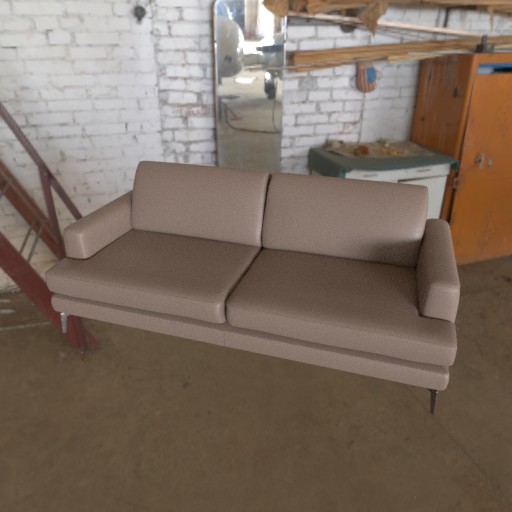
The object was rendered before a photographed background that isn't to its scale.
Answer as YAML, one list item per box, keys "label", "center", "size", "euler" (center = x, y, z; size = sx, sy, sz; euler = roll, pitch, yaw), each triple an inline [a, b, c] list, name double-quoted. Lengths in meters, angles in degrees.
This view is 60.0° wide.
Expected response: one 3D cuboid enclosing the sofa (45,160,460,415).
- label: "sofa"
  center: [0.000, 0.000, 2.349]
  size: [1.940, 0.765, 0.974]
  euler: [8, 28, 16]
